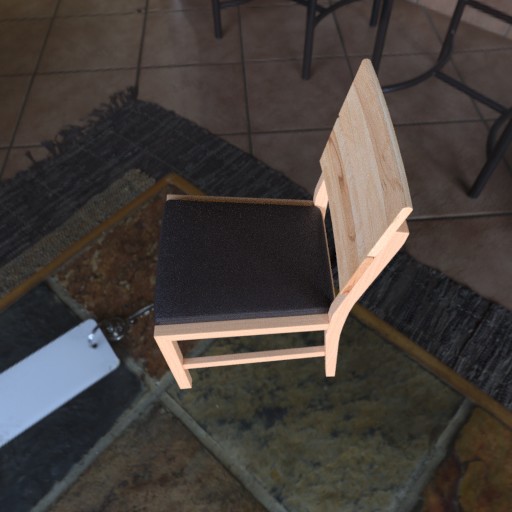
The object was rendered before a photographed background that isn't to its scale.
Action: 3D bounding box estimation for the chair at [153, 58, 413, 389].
[{"bbox_3d":[0.000,0.000,1.271,0.560,0.950,0.475,-2,58,-1],"label":"chair"}]
